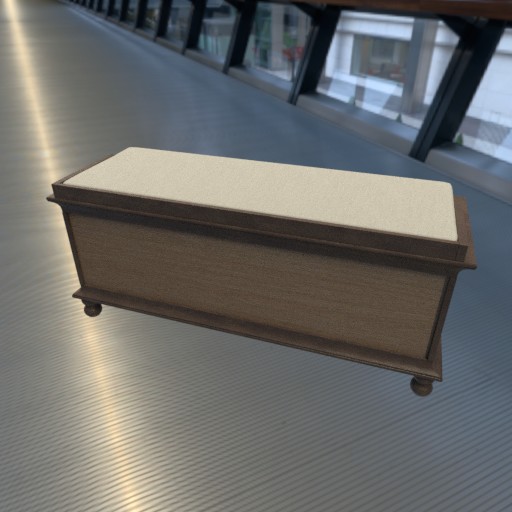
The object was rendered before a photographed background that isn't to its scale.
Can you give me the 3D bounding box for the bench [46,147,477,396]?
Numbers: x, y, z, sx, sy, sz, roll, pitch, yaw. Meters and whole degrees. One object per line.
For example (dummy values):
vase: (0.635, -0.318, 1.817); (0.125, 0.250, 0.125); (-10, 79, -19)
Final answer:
bench: (0.000, 0.000, 1.423); (1.185, 0.501, 0.402); (10, 32, 16)
